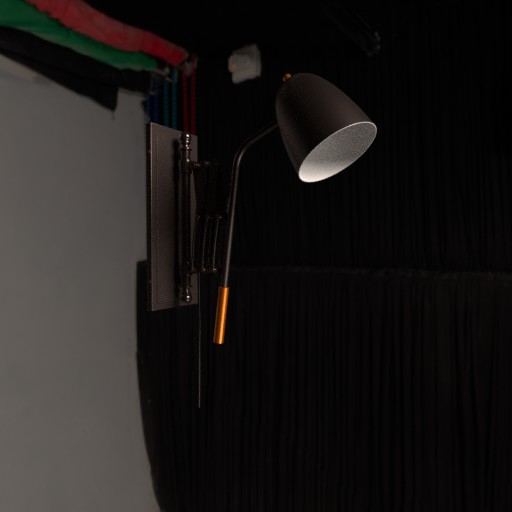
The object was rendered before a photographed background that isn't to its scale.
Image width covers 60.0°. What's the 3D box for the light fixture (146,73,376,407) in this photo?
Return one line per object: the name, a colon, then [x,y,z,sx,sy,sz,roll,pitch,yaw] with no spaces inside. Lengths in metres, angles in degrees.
light fixture: [0.000,0.000,0.923,0.499,0.715,0.162,1,2,35]
